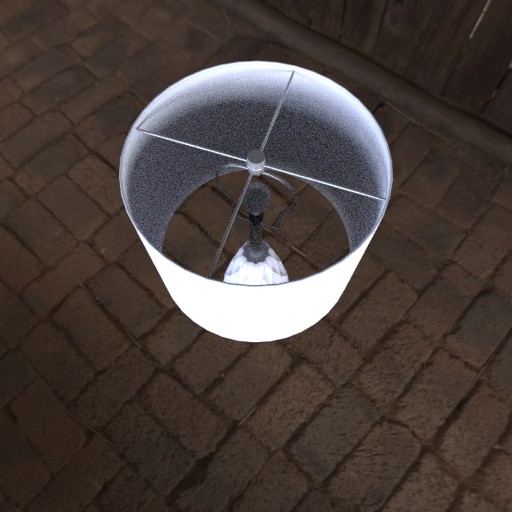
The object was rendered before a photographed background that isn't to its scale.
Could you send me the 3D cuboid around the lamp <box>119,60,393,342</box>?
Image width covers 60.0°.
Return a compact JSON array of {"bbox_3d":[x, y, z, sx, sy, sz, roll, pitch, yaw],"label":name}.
[{"bbox_3d":[0.000,0.000,0.718,0.297,0.522,0.297,0,66,0],"label":"lamp"}]
